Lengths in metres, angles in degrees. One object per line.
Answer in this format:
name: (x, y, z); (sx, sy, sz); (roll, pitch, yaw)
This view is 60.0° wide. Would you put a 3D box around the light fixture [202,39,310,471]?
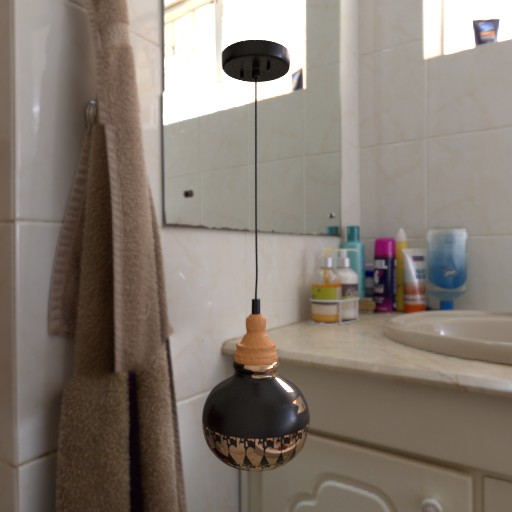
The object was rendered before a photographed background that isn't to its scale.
light fixture: (0.000, 0.000, 1.780); (0.430, 1.606, 0.430); (0, 0, 37)
